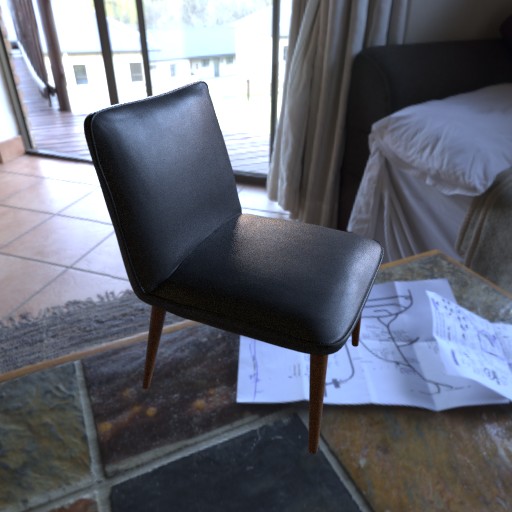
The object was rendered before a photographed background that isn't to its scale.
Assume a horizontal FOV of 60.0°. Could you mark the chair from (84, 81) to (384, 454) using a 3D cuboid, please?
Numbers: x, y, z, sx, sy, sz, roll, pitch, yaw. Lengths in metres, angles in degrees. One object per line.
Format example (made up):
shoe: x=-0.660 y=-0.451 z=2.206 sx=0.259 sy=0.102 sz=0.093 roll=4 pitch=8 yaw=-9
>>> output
chair: x=0.000 y=0.000 z=1.200 sx=0.645 sy=0.801 sz=0.543 roll=11 pitch=32 yaw=17
